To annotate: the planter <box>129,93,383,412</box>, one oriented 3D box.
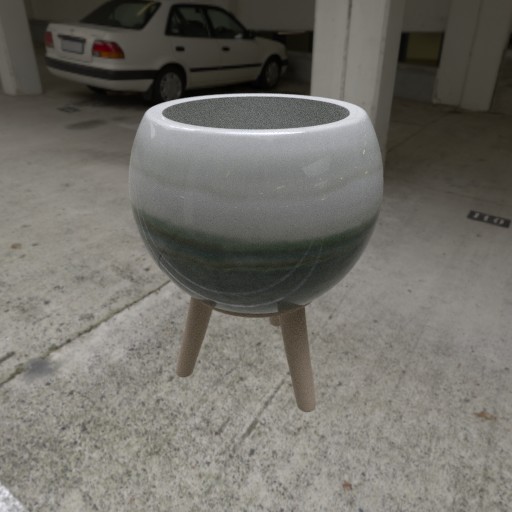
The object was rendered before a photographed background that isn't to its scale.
[{"bbox_3d":[0.000,0.000,0.434,0.222,0.278,0.222,0,28,0],"label":"planter"}]
